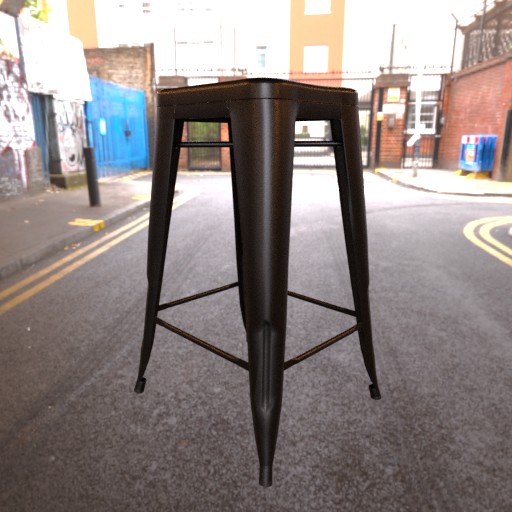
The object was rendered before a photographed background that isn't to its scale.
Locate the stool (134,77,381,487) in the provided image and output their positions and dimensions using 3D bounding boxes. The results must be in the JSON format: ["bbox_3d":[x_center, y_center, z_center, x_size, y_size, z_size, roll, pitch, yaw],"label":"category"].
[{"bbox_3d":[0.000,0.000,0.862,0.399,0.609,0.359,14,21,42],"label":"stool"}]
